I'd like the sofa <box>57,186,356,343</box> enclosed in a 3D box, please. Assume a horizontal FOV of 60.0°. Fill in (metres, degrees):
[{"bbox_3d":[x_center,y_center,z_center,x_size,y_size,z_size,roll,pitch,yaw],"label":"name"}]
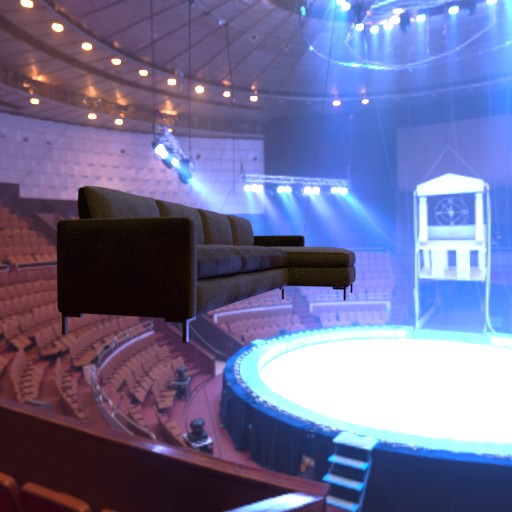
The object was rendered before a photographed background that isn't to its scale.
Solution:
[{"bbox_3d":[0.000,0.000,3.289,1.255,0.756,2.725,0,1,17],"label":"sofa"}]
